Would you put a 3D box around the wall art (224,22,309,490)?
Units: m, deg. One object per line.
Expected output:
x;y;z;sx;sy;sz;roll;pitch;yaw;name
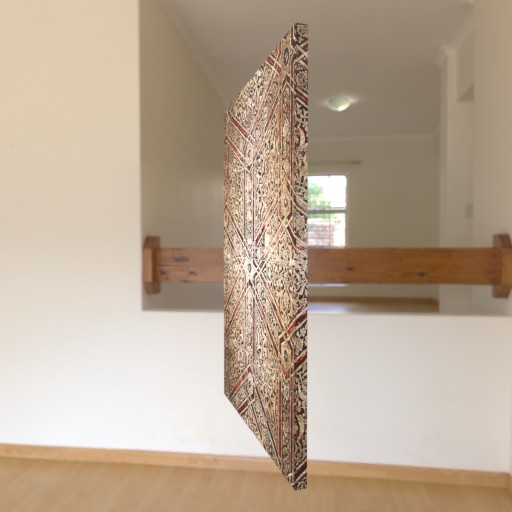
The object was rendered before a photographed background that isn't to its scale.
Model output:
0.000;0.000;0.759;0.020;0.599;0.397;0;1;-17;wall art
